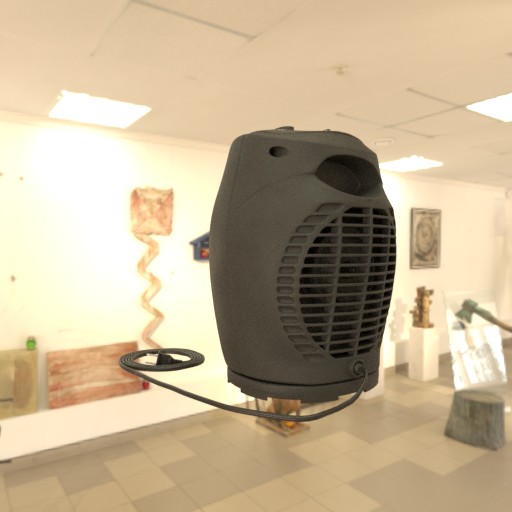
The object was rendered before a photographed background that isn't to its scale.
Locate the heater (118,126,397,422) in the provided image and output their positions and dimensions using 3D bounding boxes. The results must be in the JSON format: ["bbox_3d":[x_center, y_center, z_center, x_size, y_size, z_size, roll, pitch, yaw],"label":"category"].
[{"bbox_3d":[0.000,0.000,0.486,0.239,0.255,0.291,-1,1,-35],"label":"heater"}]
